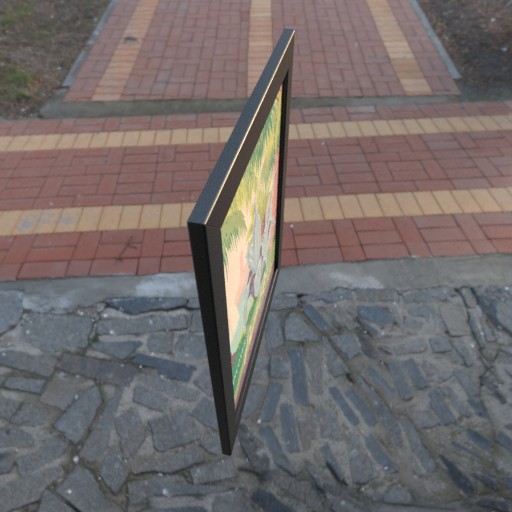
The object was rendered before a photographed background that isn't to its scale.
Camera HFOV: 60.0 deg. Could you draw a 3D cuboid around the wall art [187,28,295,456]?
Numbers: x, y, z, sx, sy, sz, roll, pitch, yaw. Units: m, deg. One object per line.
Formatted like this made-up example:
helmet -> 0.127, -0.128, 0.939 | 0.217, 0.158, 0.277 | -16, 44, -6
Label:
wall art -> 0.000, 0.000, 0.772 | 0.018, 0.582, 0.481 | 10, 47, 9
